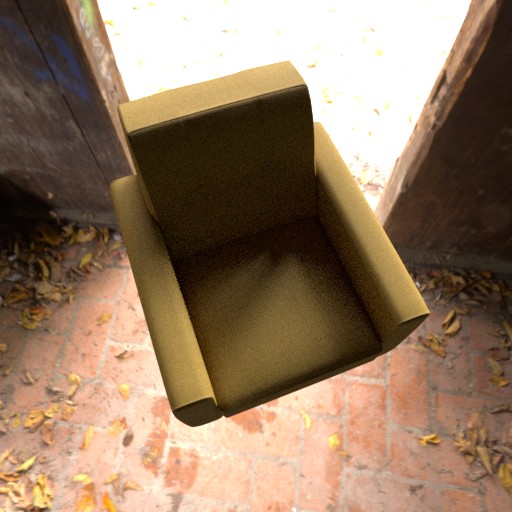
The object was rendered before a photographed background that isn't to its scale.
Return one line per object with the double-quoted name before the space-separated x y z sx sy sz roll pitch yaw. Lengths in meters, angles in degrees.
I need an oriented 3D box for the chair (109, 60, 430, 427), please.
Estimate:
"chair" 0.000 0.000 1.563 0.831 0.841 0.909 -19 65 -9
